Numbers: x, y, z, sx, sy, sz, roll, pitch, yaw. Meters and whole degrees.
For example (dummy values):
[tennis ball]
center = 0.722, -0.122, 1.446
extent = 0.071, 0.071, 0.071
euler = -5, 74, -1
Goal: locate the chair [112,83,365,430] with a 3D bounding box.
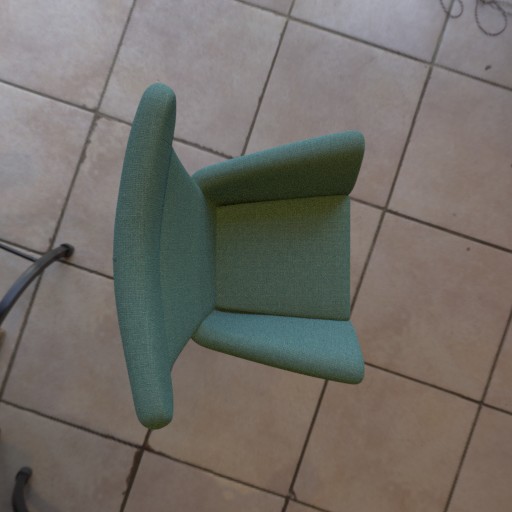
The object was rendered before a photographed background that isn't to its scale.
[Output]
[chair]
center = 0.000, 0.000, 1.767
extent = 0.900, 0.980, 1.050
euler = 0, 90, 1
